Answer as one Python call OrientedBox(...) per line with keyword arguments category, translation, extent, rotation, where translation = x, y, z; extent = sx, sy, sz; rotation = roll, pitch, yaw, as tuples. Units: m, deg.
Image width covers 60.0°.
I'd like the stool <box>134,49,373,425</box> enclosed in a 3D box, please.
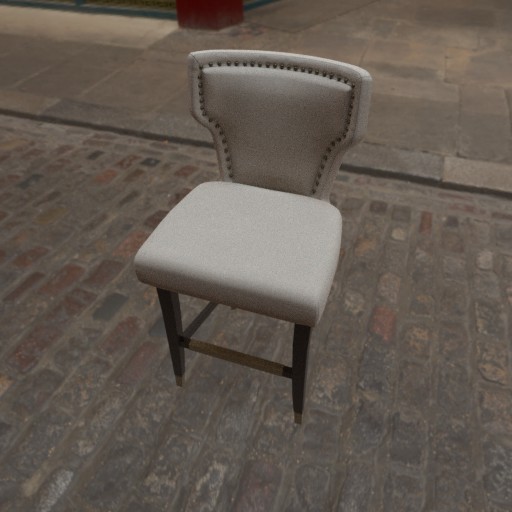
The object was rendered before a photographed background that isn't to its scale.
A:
OrientedBox(category="stool", translation=(0.000, 0.000, 1.407), extent=(0.526, 1.092, 0.563), rotation=(13, 43, 14))
